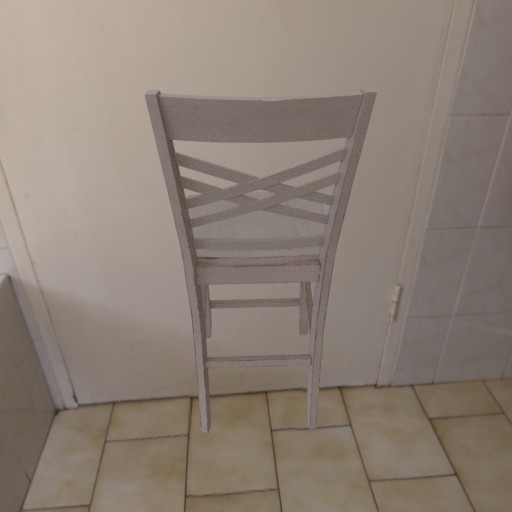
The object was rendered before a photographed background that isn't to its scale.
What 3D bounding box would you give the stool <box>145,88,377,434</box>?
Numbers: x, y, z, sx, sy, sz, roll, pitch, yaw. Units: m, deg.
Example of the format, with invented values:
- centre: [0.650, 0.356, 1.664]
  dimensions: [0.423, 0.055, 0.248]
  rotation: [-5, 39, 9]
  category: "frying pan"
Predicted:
- centre: [0.000, 0.000, 1.376]
  dimensions: [0.462, 1.079, 0.539]
  rotation: [-1, 31, -2]
  category: "stool"
